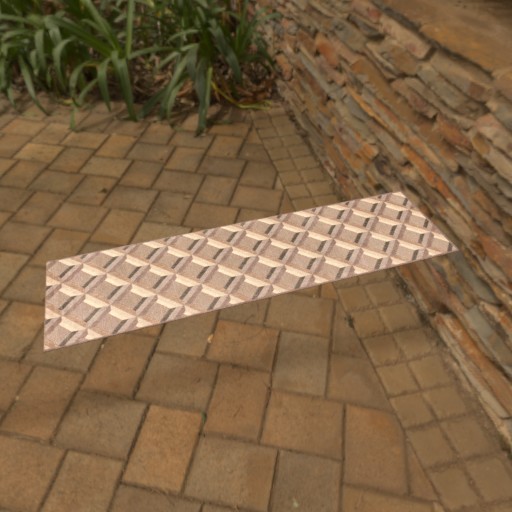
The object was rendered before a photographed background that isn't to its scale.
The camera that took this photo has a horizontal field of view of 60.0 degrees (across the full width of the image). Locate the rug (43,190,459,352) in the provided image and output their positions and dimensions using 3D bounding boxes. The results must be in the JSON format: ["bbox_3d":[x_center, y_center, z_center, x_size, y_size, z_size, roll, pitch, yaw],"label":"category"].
[{"bbox_3d":[0.000,0.000,2.709,2.437,0.013,0.685,-12,44,-13],"label":"rug"}]
